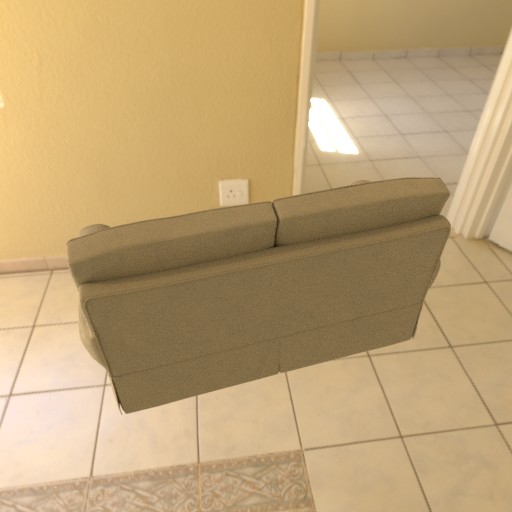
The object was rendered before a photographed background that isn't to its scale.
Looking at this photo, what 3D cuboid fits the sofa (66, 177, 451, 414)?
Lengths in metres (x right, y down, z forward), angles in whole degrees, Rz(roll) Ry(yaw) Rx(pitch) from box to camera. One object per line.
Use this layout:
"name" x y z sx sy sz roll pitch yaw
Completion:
"sofa" 0.000 0.000 2.368 1.823 1.024 0.841 -11 42 -13
